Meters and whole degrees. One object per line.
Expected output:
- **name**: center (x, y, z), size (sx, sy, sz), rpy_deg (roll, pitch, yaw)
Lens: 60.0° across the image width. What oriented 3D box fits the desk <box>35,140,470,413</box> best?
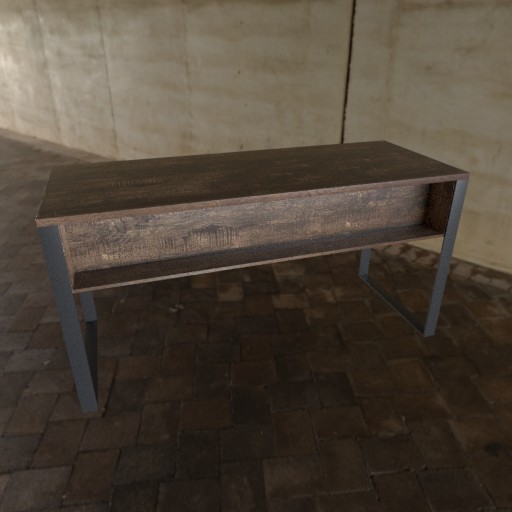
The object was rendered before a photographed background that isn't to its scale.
- **desk**: center (0.000, 0.000, 1.908), size (1.524, 0.762, 0.599), rpy_deg (-8, 28, -16)
